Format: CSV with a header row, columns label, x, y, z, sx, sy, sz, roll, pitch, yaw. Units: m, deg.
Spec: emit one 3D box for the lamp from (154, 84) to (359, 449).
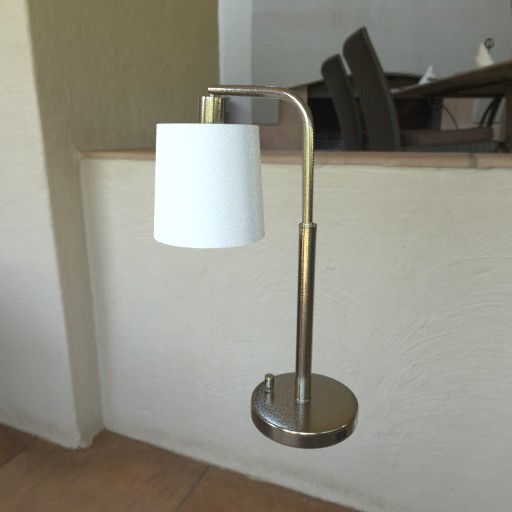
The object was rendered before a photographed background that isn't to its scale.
label,x,y,z,sx,sy,sz,roll,pitch,yaw
lamp,0.000,0.000,0.663,0.333,0.489,0.171,8,17,26
